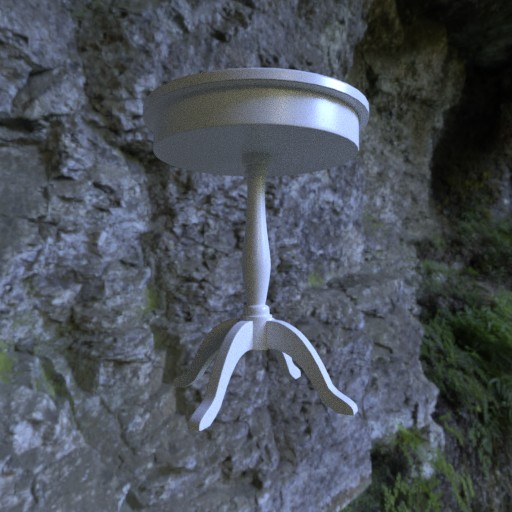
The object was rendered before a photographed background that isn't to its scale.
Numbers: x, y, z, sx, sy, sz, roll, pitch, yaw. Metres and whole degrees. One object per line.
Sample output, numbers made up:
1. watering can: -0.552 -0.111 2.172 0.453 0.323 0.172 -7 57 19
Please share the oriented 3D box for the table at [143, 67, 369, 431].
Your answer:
1. table: 0.000 0.000 1.028 0.513 0.653 0.513 0 -1 0
